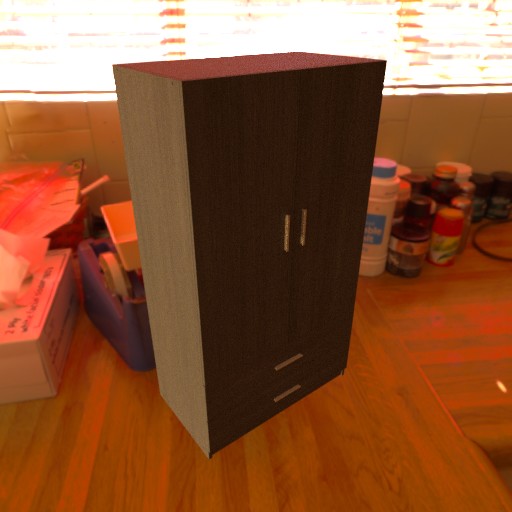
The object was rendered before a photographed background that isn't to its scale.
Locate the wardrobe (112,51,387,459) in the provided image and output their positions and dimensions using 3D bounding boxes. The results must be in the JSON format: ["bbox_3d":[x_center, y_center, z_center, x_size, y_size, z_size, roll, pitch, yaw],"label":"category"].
[{"bbox_3d":[0.000,0.000,2.247,0.991,1.808,0.577,-20,35,-32],"label":"wardrobe"}]
